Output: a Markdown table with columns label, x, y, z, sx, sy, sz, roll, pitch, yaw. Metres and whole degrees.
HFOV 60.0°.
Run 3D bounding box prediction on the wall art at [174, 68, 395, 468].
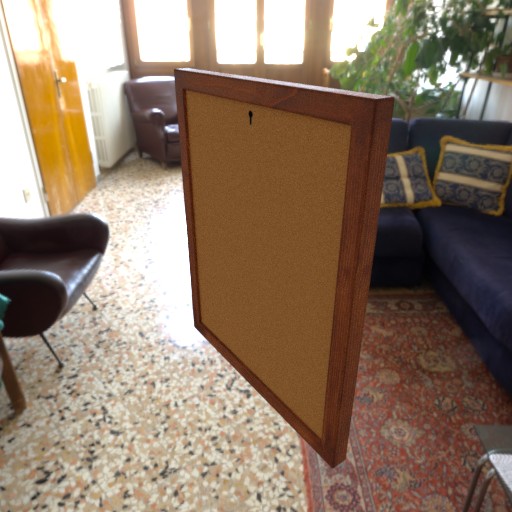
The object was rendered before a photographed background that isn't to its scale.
| label | x | y | z | sx | sy | sz | roll | pitch | yaw |
| --- | --- | --- | --- | --- | --- | --- | --- | --- | --- |
| wall art | 0.000 | 0.000 | 0.750 | 0.030 | 0.558 | 0.462 | -18 | 32 | -31 |
